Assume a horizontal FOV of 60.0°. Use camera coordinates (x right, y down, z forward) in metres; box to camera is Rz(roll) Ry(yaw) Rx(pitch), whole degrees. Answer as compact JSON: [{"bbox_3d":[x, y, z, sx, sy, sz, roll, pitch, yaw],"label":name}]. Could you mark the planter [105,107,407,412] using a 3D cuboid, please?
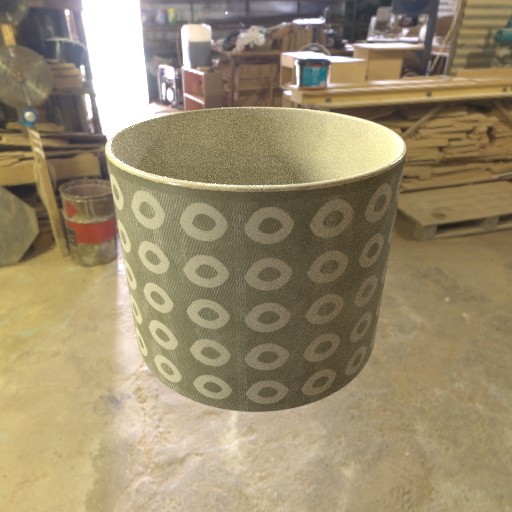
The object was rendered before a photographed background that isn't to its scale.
[{"bbox_3d":[0.000,0.000,0.441,0.250,0.239,0.250,0,30,0],"label":"planter"}]
